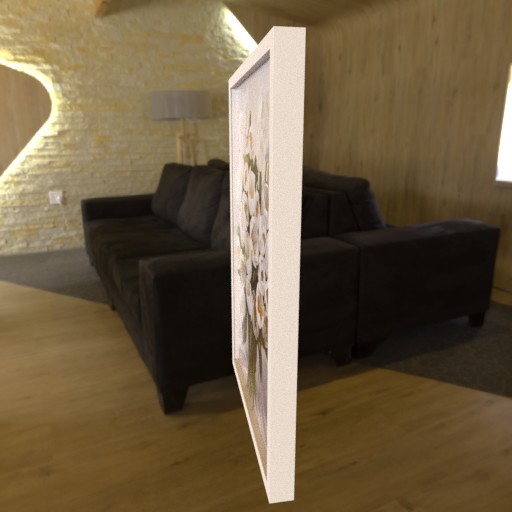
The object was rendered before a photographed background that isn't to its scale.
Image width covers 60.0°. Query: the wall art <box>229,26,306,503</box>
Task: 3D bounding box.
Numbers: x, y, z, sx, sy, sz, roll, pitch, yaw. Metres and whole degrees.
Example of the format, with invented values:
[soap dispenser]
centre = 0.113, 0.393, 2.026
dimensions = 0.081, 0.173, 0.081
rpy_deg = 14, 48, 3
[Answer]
[wall art]
centre = 0.000, 0.000, 0.806
dimensions = 0.038, 0.657, 0.450
rpy_deg = -2, 14, -10
